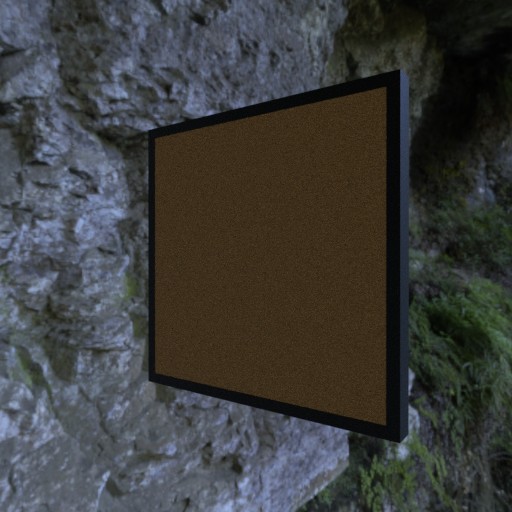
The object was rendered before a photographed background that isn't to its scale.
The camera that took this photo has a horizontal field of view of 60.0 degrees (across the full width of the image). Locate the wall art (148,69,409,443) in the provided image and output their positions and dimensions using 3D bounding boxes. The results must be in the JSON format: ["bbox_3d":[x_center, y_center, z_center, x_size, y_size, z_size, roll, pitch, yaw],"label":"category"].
[{"bbox_3d":[0.000,0.000,0.764,0.508,0.508,0.038,0,0,36],"label":"wall art"}]
